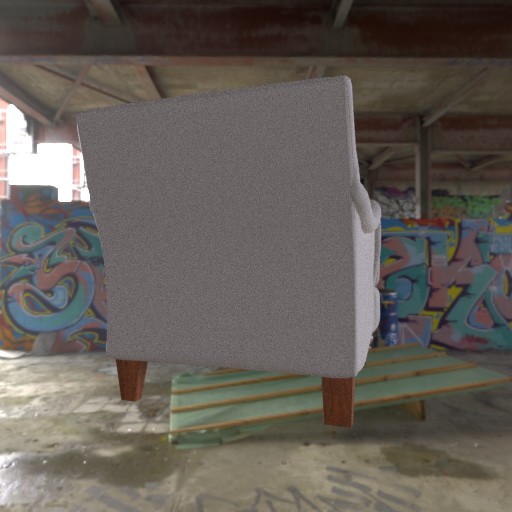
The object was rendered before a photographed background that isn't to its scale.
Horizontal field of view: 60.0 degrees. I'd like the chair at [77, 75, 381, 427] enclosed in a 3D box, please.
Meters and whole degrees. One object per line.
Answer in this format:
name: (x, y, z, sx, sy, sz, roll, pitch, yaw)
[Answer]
chair: (0.000, 0.000, 1.781, 0.955, 1.038, 1.070, 0, -1, 19)
